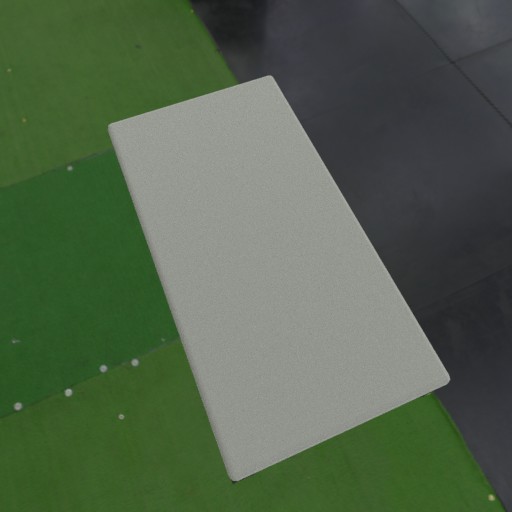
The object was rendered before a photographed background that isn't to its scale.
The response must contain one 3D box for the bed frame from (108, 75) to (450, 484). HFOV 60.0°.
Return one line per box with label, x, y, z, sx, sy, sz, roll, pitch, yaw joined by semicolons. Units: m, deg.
bed frame;0.000;0.000;3.234;1.393;0.680;2.635;-21;66;-9
